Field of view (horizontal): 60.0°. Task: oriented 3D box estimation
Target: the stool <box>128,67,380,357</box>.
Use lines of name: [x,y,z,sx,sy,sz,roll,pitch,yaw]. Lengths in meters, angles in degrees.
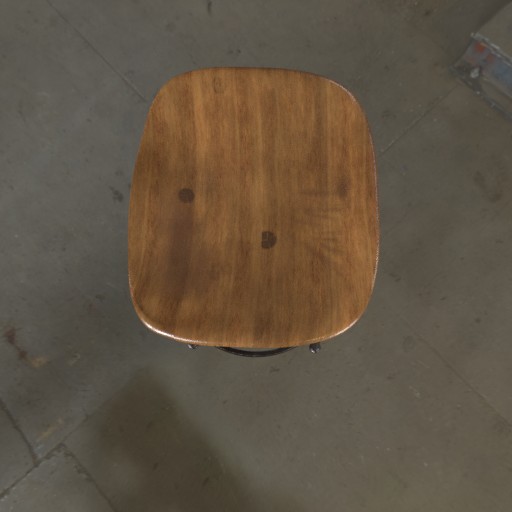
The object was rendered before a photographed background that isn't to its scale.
stool: [0.000,0.000,0.971,0.424,0.694,0.432,2,75,0]
